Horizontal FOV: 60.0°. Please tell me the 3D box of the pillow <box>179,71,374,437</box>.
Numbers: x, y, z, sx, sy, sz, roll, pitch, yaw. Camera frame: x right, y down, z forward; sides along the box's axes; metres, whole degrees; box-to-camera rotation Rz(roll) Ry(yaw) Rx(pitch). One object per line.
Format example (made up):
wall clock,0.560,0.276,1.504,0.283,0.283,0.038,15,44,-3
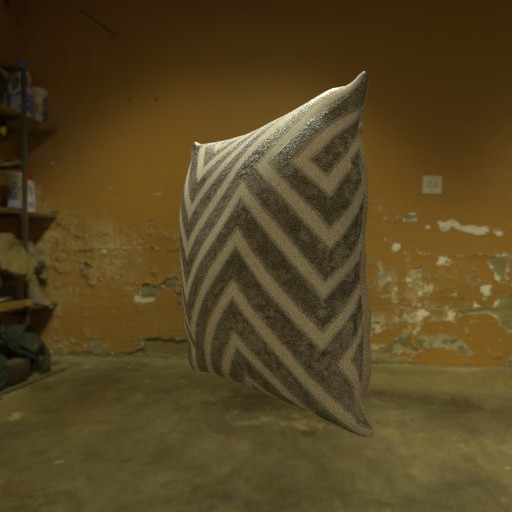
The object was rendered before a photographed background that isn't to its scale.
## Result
pillow,0.000,0.000,0.687,0.182,0.441,0.440,0,-1,-36
